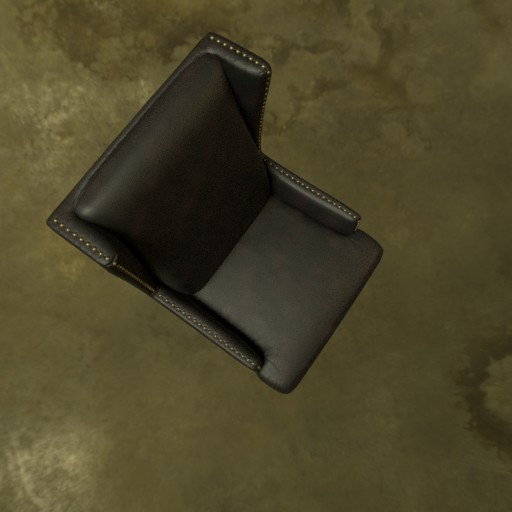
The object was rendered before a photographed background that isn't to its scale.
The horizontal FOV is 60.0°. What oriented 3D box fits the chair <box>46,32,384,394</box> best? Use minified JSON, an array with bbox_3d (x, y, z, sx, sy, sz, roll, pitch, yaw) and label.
[{"bbox_3d":[0.000,0.000,1.624,0.799,1.142,0.703,35,79,8],"label":"chair"}]
